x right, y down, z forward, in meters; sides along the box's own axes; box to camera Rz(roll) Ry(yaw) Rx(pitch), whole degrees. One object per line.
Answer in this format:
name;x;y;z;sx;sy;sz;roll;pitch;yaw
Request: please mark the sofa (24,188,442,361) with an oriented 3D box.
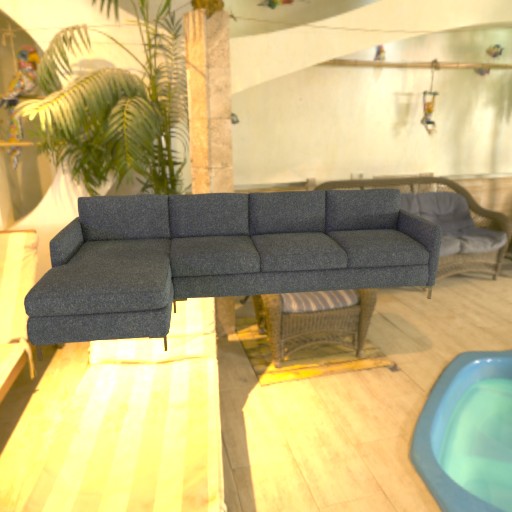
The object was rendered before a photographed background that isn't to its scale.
sofa;0.000;0.000;3.364;2.932;0.810;1.350;-3;18;-8
